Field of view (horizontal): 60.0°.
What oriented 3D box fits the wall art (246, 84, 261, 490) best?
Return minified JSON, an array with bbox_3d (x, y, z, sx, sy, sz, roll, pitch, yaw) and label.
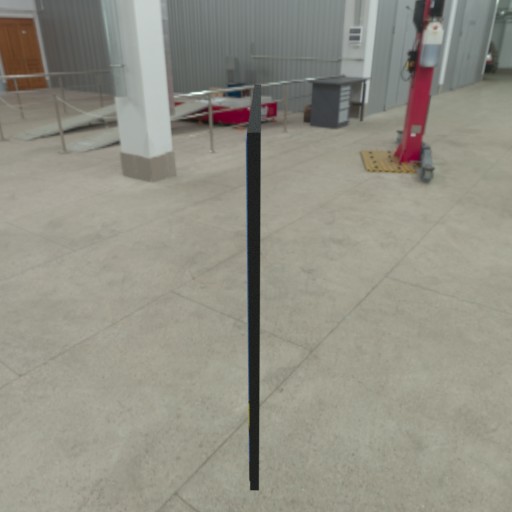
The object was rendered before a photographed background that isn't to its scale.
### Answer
[{"bbox_3d":[0.000,0.000,0.684,0.013,0.457,0.458,0,26,1],"label":"wall art"}]
